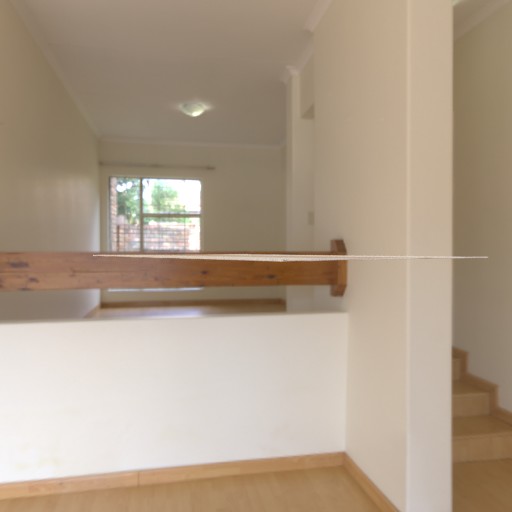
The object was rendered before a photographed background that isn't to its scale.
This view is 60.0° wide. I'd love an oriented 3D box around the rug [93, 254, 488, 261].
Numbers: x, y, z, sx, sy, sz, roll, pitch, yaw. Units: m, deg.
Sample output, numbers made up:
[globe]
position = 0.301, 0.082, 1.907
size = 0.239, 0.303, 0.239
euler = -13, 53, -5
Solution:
[rug]
position = 0.000, 0.000, 3.076
size = 1.522, 0.012, 2.440
euler = 0, 1, -36
